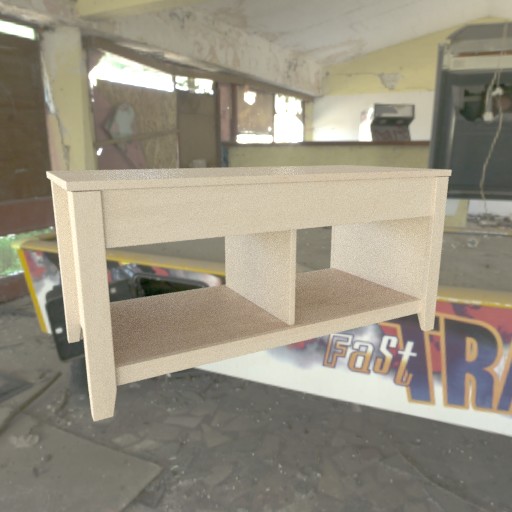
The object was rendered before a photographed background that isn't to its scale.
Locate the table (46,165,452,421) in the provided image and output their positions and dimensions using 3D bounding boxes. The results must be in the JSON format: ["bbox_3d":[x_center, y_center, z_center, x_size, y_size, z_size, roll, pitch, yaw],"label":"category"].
[{"bbox_3d":[0.000,0.000,1.271,1.016,0.483,0.457,-7,15,-28],"label":"table"}]
